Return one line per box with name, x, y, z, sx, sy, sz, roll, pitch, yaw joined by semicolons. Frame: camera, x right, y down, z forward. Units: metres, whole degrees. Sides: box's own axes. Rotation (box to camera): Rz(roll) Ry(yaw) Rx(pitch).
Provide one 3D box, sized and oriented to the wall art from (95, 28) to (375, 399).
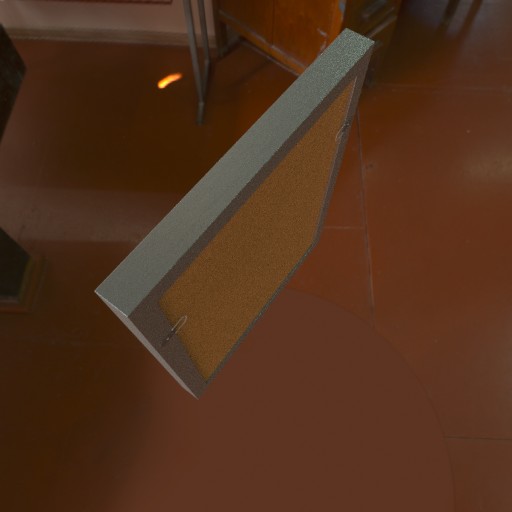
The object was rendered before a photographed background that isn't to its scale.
wall art;0.000;0.000;0.505;0.030;0.379;0.308;34;69;15
